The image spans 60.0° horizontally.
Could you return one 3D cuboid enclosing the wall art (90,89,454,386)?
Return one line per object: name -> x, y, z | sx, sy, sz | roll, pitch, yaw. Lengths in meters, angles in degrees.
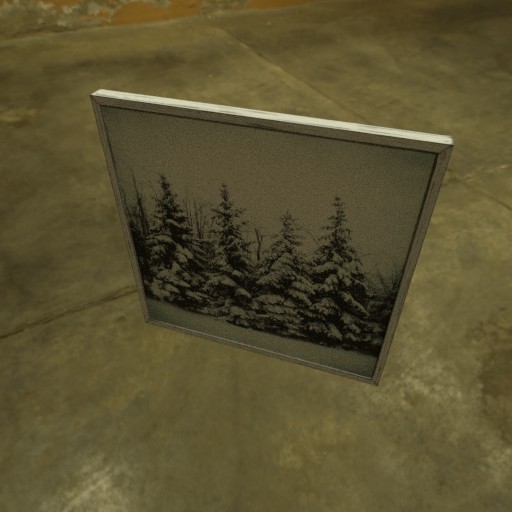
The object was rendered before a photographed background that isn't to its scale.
wall art -> 0.000, 0.000, 1.147 | 0.761, 0.761, 0.037 | 12, 42, 14
